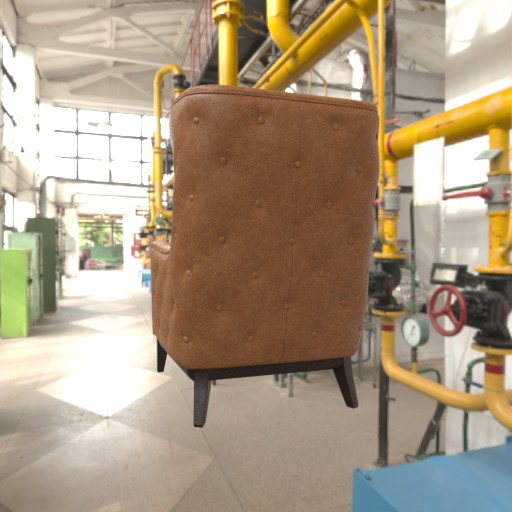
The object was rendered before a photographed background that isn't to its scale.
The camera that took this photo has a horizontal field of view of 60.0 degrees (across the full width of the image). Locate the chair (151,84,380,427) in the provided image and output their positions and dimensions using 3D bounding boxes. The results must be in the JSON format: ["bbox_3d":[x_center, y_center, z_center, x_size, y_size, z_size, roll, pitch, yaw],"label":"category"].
[{"bbox_3d":[0.000,0.000,1.762,0.766,1.079,0.899,0,1,-18],"label":"chair"}]
